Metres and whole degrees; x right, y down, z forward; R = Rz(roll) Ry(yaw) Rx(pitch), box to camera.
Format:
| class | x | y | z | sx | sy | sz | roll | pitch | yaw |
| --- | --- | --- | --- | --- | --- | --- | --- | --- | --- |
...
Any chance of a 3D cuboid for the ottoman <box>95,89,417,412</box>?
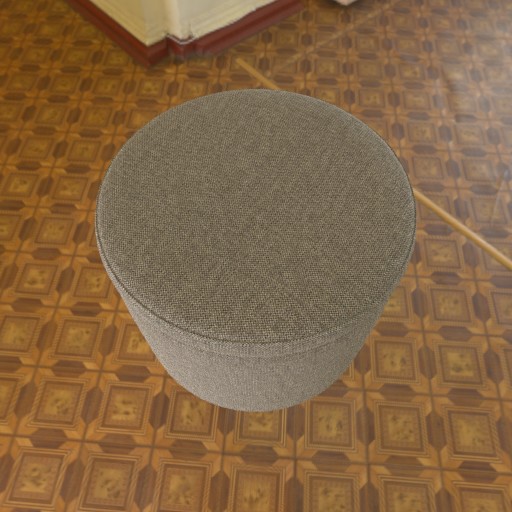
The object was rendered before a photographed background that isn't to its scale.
| class | x | y | z | sx | sy | sz | roll | pitch | yaw |
| --- | --- | --- | --- | --- | --- | --- | --- | --- | --- |
| ottoman | 0.000 | 0.000 | 0.877 | 0.520 | 0.430 | 0.520 | 0 | 59 | 0 |
